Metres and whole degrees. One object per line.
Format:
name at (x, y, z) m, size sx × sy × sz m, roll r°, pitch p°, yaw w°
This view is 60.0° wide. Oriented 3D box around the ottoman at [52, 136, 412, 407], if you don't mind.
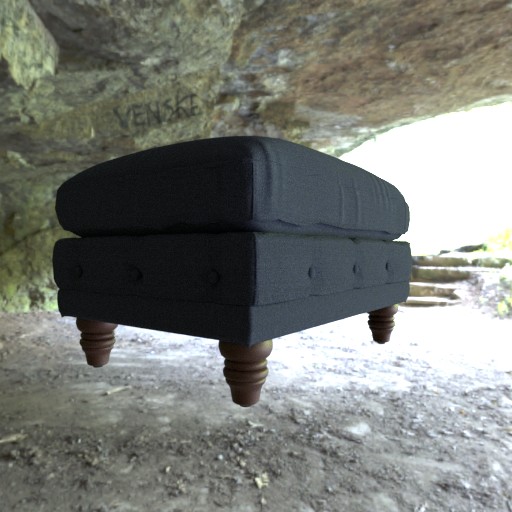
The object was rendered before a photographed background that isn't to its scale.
ottoman at (0.000, 0.000, 1.109) m, size 0.558 × 0.486 × 0.767 m, roll 0°, pitch 1°, yaw 36°
